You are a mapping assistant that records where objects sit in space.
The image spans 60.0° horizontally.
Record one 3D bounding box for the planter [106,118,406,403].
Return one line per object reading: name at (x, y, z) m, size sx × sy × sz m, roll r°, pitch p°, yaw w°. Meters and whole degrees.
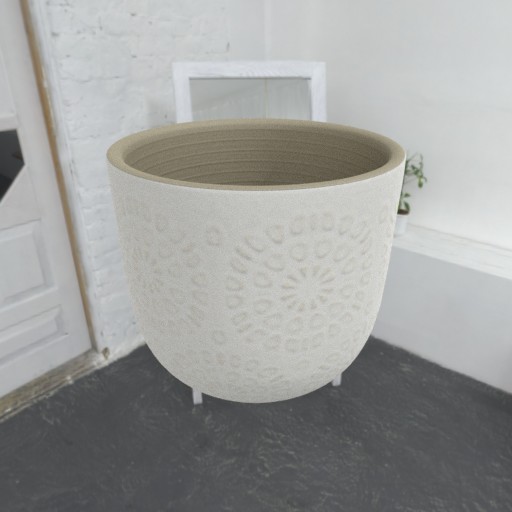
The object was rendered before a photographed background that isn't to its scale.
planter at (0.000, 0.000, 0.216) m, size 0.124 × 0.109 × 0.124 m, roll 0°, pitch 27°, yaw 0°
